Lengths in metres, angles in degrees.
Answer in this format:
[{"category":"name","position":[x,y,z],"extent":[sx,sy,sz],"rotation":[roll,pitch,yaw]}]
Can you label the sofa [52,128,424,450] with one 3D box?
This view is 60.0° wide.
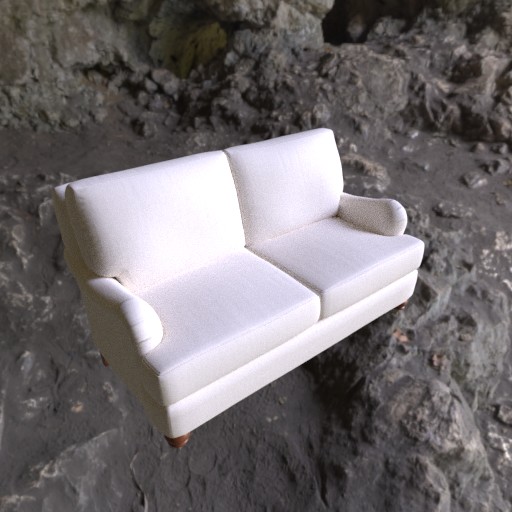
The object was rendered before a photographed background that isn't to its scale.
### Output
[{"category":"sofa","position":[0.000,0.000,2.525],"extent":[1.853,1.101,1.084],"rotation":[-21,36,-33]}]
